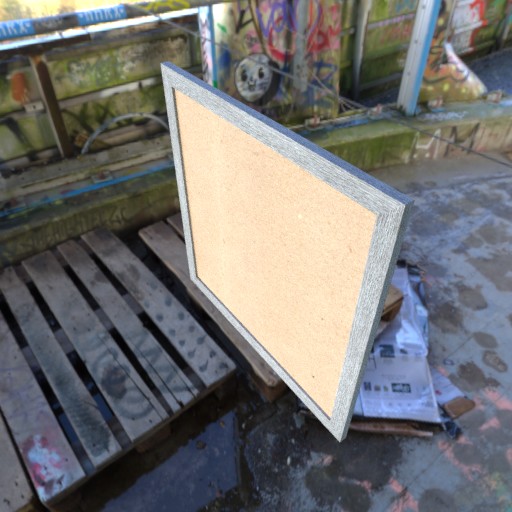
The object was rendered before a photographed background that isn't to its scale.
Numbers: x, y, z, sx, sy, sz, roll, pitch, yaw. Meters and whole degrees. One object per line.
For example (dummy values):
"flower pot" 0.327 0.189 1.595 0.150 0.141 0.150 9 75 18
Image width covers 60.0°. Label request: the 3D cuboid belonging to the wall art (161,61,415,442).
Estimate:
"wall art" 0.000 0.000 1.026 0.020 0.685 0.685 -27 49 -27
